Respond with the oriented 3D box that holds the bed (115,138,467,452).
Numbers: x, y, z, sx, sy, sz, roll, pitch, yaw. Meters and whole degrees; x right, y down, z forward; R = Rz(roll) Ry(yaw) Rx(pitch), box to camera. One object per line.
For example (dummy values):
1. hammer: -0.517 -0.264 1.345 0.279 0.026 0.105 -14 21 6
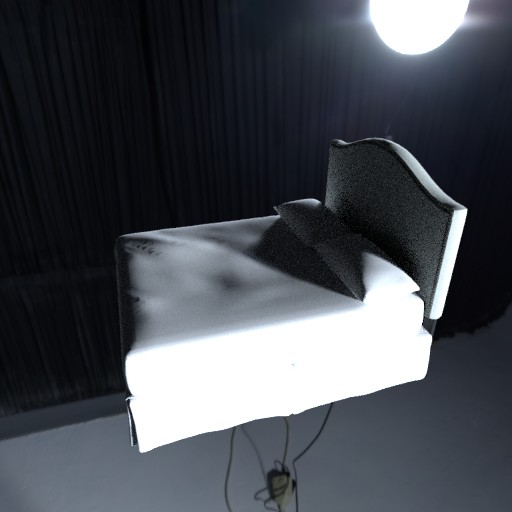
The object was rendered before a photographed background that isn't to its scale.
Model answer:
1. bed: 0.000 0.000 3.409 2.180 1.607 1.813 -8 30 -15
